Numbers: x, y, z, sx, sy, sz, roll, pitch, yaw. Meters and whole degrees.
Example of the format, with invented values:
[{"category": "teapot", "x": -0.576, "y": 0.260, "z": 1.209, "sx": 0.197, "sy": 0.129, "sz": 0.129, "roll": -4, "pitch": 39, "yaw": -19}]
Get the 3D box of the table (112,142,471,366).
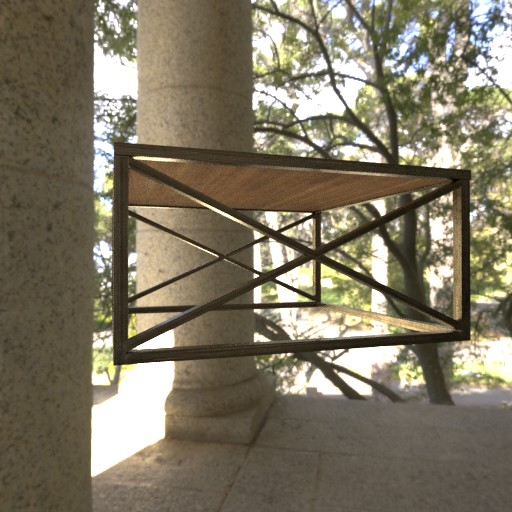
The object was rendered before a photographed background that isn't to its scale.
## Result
[{"category": "table", "x": 0.000, "y": 0.000, "z": 1.460, "sx": 0.899, "sy": 0.451, "sz": 0.909, "roll": 0, "pitch": -1, "yaw": -18}]
